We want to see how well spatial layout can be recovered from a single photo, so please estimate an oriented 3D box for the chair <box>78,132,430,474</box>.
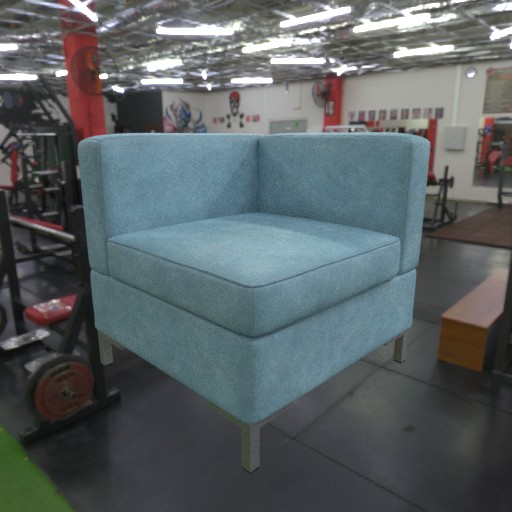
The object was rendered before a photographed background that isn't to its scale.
[{"bbox_3d":[0.000,0.000,1.227,0.684,0.660,0.691,15,21,43],"label":"chair"}]
